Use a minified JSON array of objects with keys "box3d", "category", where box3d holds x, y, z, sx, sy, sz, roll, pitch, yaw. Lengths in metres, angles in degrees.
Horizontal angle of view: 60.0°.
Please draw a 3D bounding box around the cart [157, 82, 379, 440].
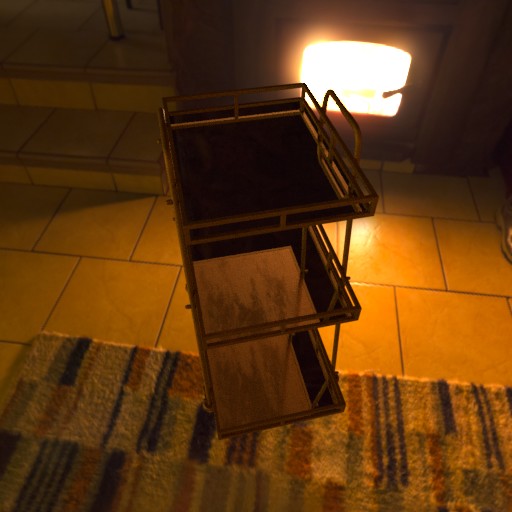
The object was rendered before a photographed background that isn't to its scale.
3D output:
[{"box3d":[0.000,0.000,1.272,0.441,0.883,0.711,-9,48,-9],"category":"cart"}]
